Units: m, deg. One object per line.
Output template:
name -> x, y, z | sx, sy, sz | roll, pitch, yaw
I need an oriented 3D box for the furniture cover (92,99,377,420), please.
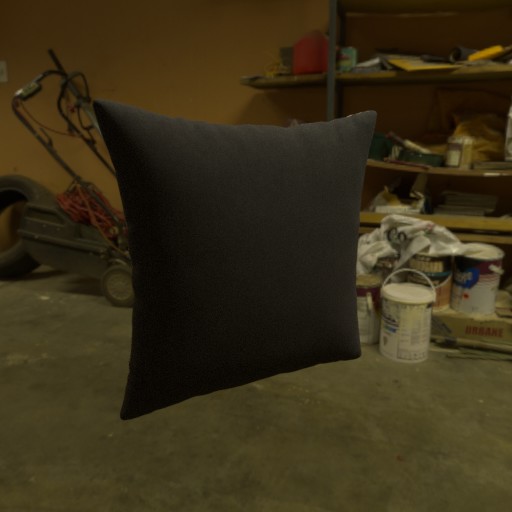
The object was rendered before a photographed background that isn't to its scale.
furniture cover -> 0.000, 0.000, 0.789 | 0.511, 0.509, 0.161 | -7, 16, -26
